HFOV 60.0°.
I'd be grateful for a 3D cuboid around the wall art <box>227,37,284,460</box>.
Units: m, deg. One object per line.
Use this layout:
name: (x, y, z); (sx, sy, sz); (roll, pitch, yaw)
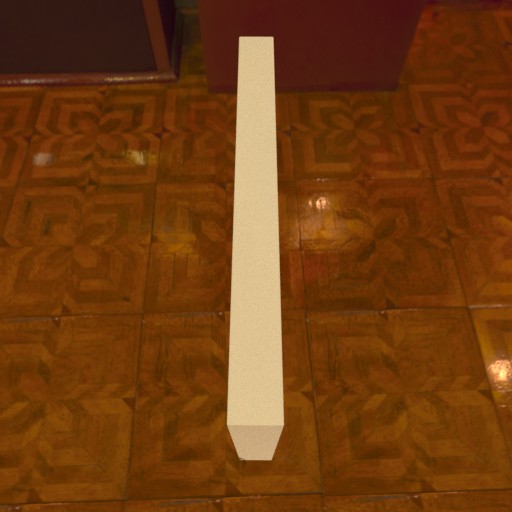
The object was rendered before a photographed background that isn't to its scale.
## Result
wall art: (0.000, 0.000, 0.481); (0.039, 0.254, 0.384); (0, 61, 0)
